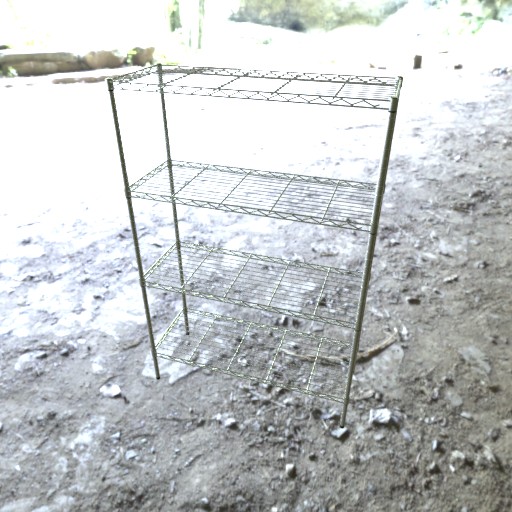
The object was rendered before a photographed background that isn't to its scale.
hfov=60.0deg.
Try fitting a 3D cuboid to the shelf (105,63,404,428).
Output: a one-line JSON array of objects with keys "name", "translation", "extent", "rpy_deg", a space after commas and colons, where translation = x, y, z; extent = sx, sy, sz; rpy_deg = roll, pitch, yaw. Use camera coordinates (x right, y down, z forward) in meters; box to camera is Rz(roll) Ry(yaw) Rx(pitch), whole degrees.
[{"name": "shelf", "translation": [0.000, 0.000, 1.791], "extent": [0.907, 1.360, 0.352], "rpy_deg": [10, 33, 15]}]
